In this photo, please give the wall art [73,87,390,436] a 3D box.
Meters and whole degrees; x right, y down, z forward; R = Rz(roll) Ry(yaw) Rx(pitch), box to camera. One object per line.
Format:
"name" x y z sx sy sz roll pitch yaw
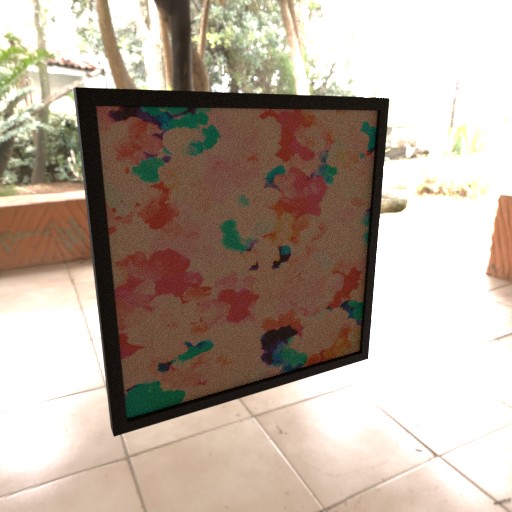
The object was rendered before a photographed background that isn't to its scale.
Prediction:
"wall art" 0.000 0.000 0.442 0.306 0.304 0.015 -9 19 -26
